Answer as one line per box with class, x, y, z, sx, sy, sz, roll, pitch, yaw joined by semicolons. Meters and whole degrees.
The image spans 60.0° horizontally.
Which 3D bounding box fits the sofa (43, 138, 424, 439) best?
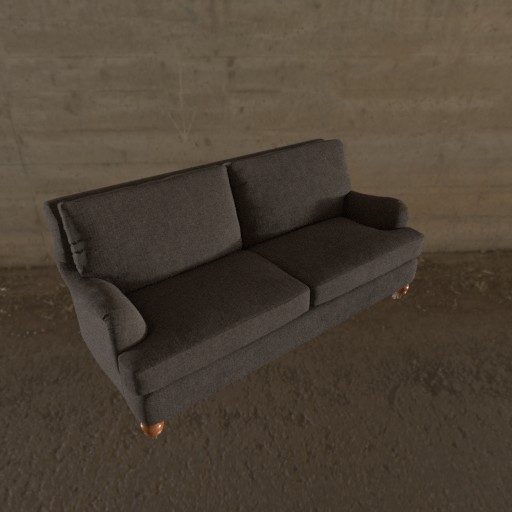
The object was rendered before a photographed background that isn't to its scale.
sofa;0.000;0.000;2.787;2.160;1.054;1.087;-21;36;-32
